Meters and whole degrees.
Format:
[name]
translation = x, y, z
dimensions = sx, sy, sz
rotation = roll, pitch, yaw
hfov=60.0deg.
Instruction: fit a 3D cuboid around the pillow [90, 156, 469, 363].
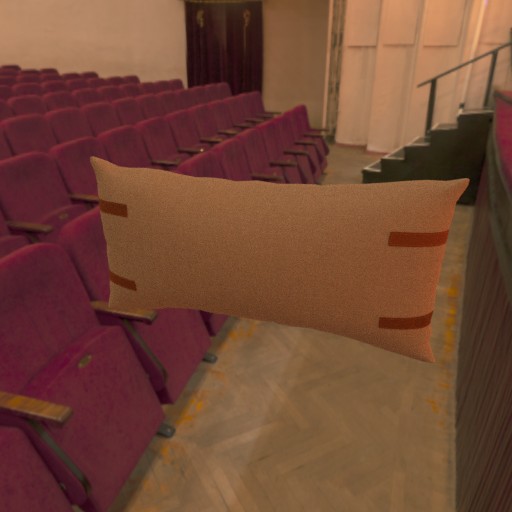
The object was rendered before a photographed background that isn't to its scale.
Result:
[pillow]
translation = 0.000, 0.000, 0.743
dimensions = 0.612, 0.308, 0.148
rotation = 7, 25, 15
